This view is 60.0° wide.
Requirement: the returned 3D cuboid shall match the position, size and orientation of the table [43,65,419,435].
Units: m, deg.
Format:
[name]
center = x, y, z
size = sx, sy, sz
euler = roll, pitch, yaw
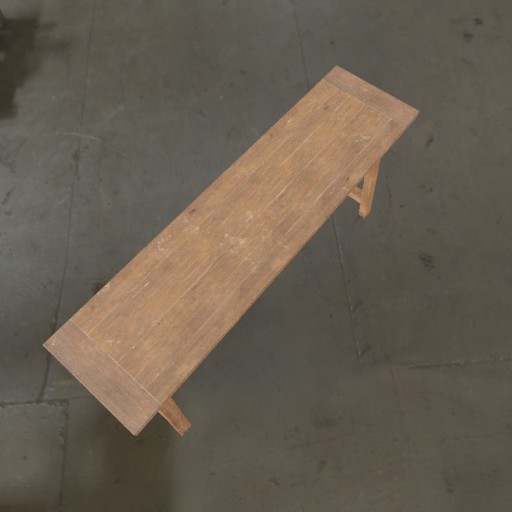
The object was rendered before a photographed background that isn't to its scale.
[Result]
[table]
center = 0.000, 0.000, 2.167
size = 0.465, 0.810, 1.800
euler = 37, 69, 16
